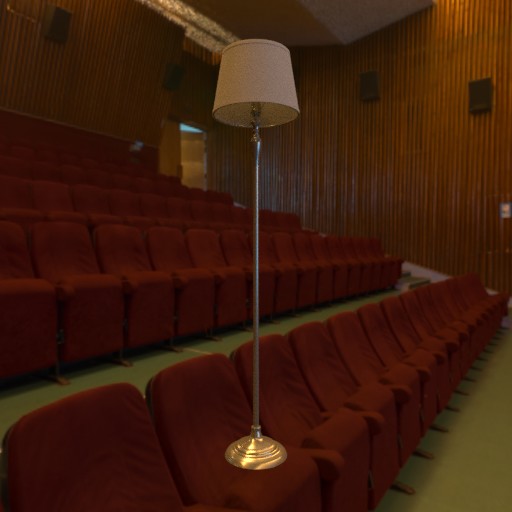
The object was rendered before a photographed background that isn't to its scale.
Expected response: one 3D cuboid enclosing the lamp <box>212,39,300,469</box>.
[{"bbox_3d":[0.000,0.000,1.672,0.327,1.506,0.327,1,1,34],"label":"lamp"}]
